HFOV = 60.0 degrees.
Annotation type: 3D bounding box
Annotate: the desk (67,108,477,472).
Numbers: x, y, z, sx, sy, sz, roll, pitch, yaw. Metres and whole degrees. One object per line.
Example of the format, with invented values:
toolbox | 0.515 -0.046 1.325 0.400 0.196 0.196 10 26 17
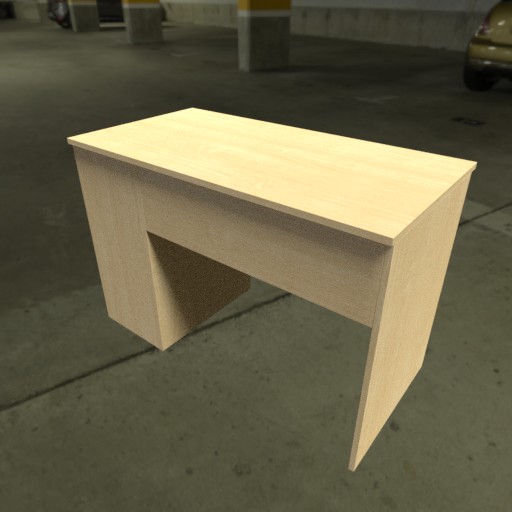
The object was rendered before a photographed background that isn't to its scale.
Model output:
desk | 0.000 0.000 1.500 1.097 0.735 0.560 22 37 32
